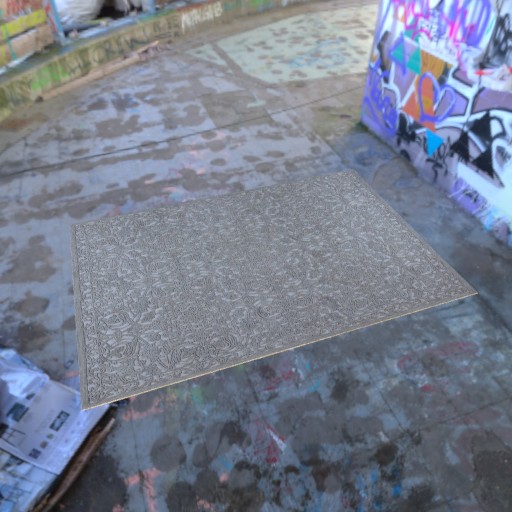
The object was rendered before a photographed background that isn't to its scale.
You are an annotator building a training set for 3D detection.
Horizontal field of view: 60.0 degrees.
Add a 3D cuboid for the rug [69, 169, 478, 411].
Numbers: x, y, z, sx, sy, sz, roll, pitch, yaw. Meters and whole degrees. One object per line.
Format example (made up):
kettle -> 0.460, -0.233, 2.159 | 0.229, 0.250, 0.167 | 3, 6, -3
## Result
rug -> 0.000, 0.000, 2.330 | 1.827, 0.006, 1.221 | -13, 43, -15
